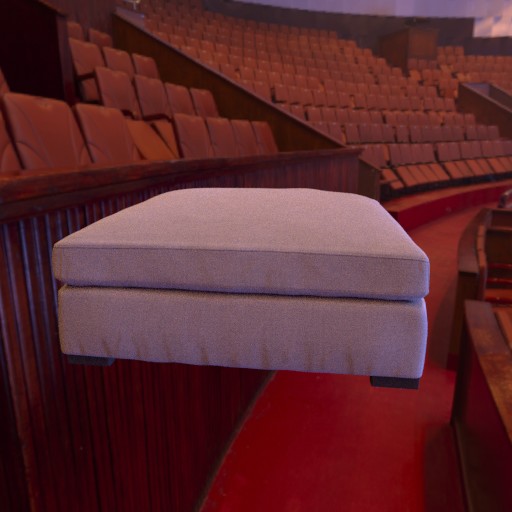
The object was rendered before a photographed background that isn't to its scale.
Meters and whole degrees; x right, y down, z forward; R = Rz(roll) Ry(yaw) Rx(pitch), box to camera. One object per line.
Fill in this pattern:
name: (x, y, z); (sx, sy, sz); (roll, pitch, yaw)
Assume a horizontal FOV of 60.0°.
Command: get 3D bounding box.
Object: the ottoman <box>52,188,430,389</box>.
ottoman: (0.000, 0.000, 1.889); (1.203, 0.517, 1.171); (2, 15, 8)
